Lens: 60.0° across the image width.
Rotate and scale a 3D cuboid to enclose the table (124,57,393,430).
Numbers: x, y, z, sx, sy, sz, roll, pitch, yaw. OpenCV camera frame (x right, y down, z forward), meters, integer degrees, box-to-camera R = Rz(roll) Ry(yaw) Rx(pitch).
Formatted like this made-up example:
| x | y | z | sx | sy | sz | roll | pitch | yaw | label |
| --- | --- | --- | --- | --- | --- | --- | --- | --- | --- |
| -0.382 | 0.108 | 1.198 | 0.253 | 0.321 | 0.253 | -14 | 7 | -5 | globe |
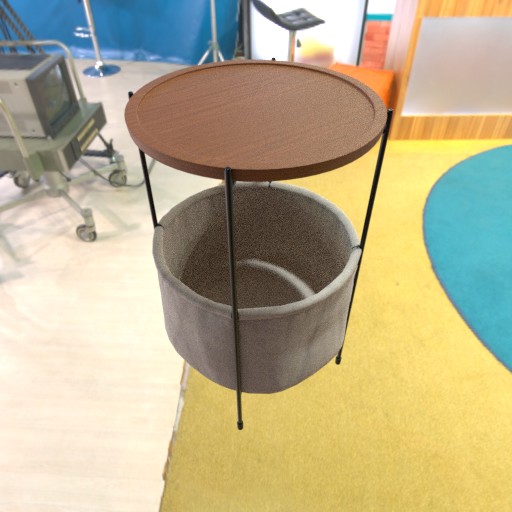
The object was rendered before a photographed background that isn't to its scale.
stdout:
| x | y | z | sx | sy | sz | roll | pitch | yaw | label |
| --- | --- | --- | --- | --- | --- | --- | --- | --- | --- |
| 0.000 | 0.000 | 0.871 | 0.393 | 0.623 | 0.393 | -25 | 48 | -26 | table |
